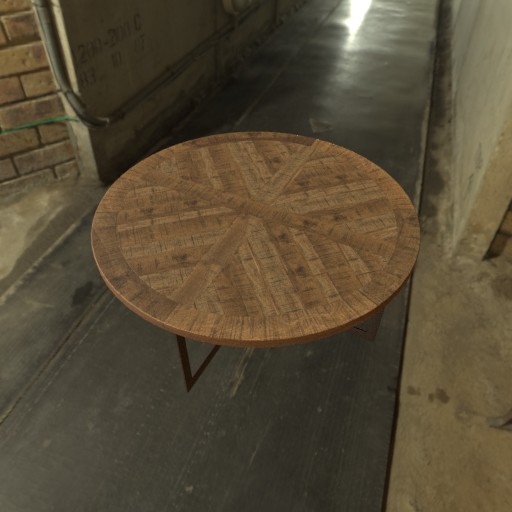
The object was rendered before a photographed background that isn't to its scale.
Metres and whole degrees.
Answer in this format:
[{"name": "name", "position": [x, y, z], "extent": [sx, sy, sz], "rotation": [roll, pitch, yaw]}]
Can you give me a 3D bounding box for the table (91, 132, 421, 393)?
[{"name": "table", "position": [0.000, 0.000, 1.934], "extent": [1.264, 0.516, 1.264], "rotation": [0, 44, 0]}]
